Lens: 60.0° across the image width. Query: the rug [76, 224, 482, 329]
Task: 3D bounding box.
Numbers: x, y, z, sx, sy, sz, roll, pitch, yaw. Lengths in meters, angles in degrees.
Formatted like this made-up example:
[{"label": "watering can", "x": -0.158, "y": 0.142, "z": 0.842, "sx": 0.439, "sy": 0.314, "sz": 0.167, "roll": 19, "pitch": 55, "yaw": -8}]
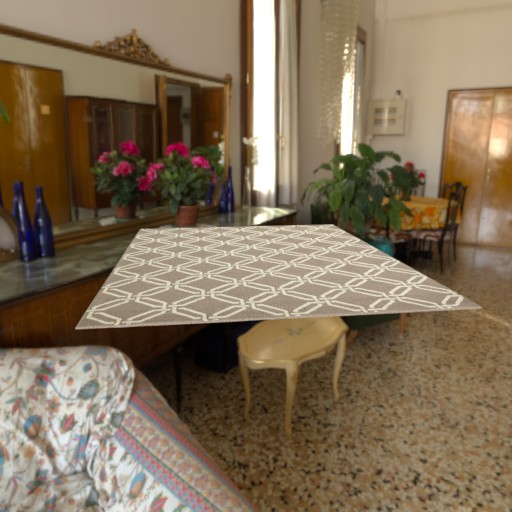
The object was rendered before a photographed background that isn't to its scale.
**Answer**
[{"label": "rug", "x": 0.000, "y": 0.000, "z": 3.837, "sx": 2.288, "sy": 0.018, "sz": 2.895, "roll": -2, "pitch": 14, "yaw": -8}]
